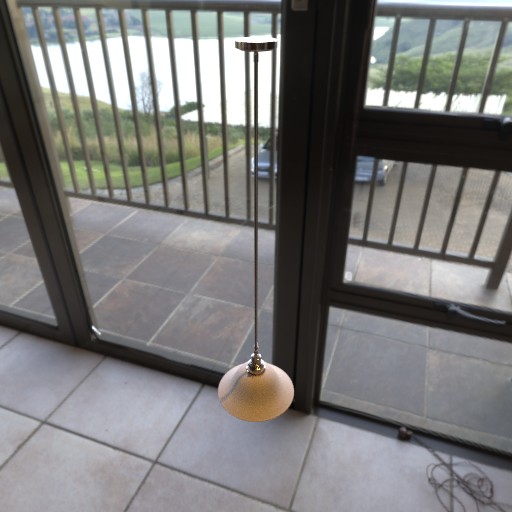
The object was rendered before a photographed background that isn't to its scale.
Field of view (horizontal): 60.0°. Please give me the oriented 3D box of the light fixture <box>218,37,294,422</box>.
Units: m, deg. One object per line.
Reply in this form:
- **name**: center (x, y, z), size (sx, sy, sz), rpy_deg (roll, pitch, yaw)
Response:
- **light fixture**: center (0.000, 0.000, 1.534), size (0.324, 1.354, 0.324), rpy_deg (1, 32, 1)
